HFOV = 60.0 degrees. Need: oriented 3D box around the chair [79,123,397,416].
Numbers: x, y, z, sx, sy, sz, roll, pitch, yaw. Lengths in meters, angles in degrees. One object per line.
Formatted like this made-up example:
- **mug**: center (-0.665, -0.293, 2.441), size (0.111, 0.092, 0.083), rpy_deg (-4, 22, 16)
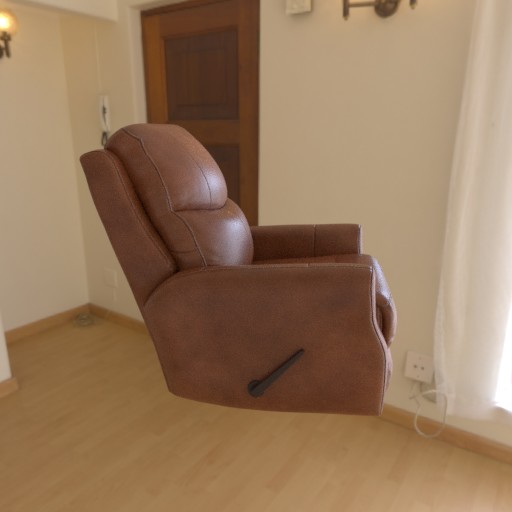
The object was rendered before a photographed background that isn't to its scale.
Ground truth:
- **chair**: center (0.000, 0.000, 1.776), size (1.072, 1.016, 0.821), rpy_deg (3, 16, 9)
